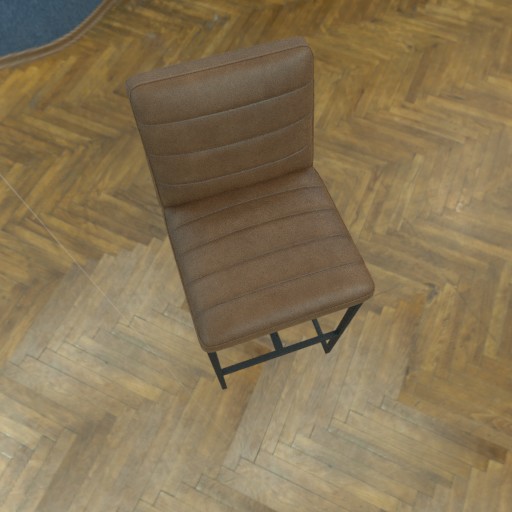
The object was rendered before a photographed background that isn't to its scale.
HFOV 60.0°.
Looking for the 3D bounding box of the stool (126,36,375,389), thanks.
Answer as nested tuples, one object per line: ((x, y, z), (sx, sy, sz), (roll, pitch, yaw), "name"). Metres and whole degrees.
((0.000, 0.000, 1.338), (0.458, 1.040, 0.556), (-17, 65, -8), "stool")
